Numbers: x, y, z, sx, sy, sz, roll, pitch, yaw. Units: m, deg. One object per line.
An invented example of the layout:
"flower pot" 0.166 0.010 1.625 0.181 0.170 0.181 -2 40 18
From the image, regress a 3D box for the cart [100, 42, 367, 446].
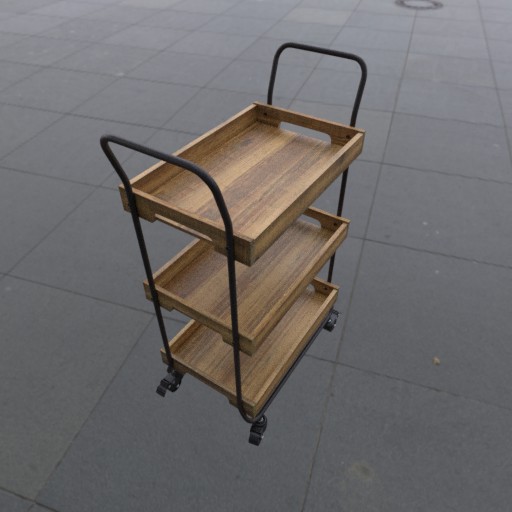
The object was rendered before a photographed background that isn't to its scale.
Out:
"cart" 0.000 0.000 1.127 0.339 0.857 0.583 24 47 24
